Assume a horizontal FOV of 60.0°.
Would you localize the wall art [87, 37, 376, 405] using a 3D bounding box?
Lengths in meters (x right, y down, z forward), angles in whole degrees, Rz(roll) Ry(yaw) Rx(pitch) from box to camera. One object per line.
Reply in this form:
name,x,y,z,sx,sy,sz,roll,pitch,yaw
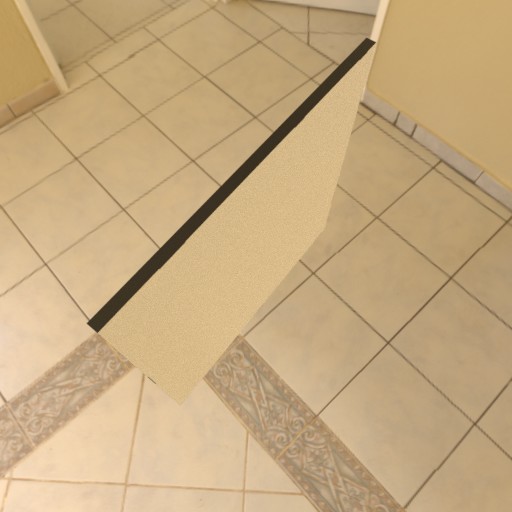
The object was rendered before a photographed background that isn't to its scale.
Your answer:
wall art,0.000,0.000,0.647,0.014,0.445,0.446,35,69,16
